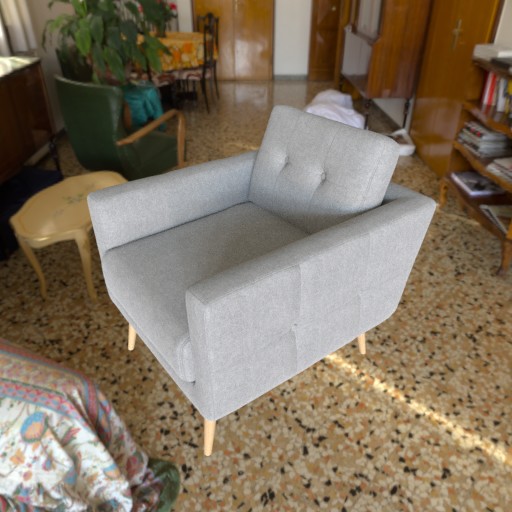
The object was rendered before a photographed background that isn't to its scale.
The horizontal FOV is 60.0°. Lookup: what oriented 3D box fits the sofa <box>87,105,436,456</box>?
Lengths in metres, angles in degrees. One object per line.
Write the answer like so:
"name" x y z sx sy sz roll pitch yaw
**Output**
"sofa" 0.000 0.000 1.553 0.920 0.860 0.770 -22 39 -31
